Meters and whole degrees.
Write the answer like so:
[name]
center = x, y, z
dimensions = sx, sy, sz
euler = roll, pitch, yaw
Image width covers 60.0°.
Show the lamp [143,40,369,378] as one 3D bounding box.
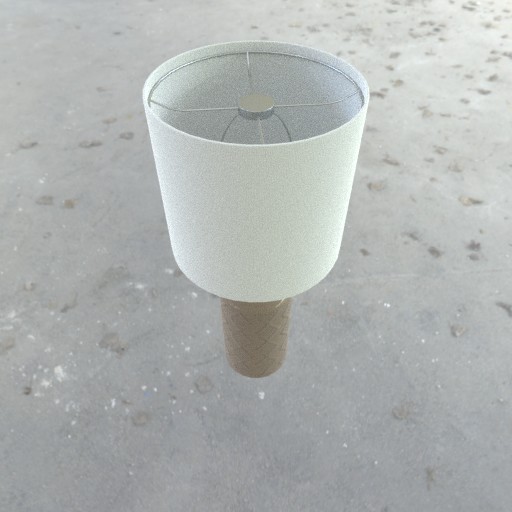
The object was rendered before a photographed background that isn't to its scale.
[lamp]
center = 0.000, 0.000, 0.576
dimensions = 0.207, 0.461, 0.207
euler = -4, 47, -4
